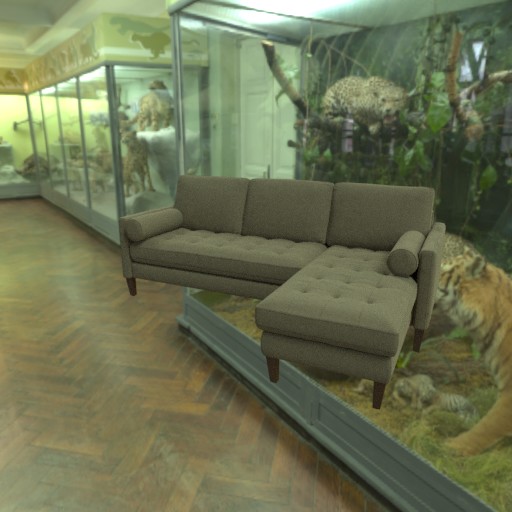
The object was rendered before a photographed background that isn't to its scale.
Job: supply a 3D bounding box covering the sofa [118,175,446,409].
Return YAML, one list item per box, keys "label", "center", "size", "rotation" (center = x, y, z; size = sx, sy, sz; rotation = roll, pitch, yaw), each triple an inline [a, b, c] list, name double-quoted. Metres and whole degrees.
- label: "sofa"
  center: [0.000, 0.000, 2.884]
  size: [2.178, 0.875, 1.506]
  rotation: [7, 18, 25]
